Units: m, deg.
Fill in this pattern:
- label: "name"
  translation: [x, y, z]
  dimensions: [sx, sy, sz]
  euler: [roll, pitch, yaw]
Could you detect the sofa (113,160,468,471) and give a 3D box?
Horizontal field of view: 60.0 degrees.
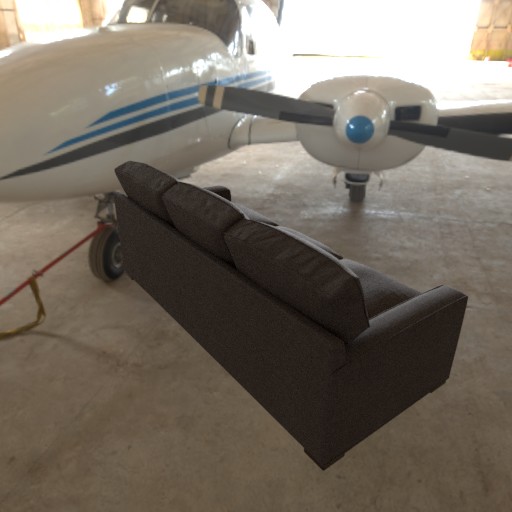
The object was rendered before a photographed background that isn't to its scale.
- label: "sofa"
  translation: [0.000, 0.000, 2.901]
  dimensions: [1.004, 0.978, 2.369]
  euler: [-18, 31, -32]
